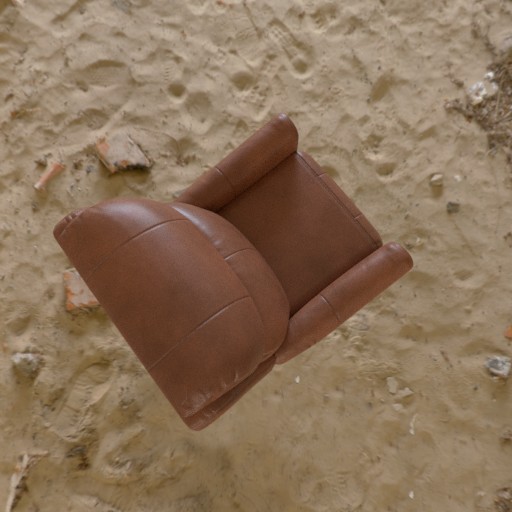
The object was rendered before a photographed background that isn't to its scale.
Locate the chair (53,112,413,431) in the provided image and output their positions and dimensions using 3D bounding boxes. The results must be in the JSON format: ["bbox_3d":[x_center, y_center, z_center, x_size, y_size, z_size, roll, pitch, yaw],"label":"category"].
[{"bbox_3d":[0.000,0.000,1.767,1.014,1.054,0.838,-37,80,-8],"label":"chair"}]
